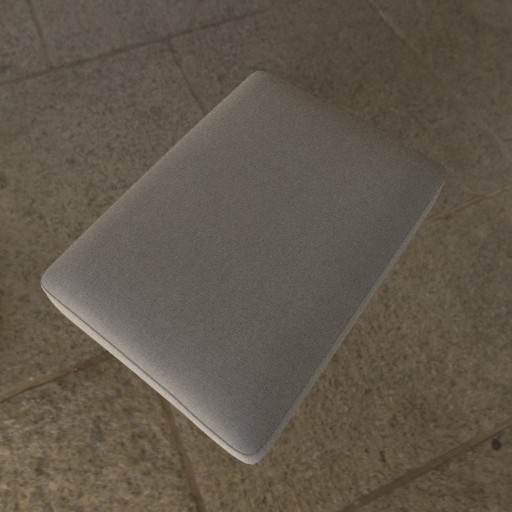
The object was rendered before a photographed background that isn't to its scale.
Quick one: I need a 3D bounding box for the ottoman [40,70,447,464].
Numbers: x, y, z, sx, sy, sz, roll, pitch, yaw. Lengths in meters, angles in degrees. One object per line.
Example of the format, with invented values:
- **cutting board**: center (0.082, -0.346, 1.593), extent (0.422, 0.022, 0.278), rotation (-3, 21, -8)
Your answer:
- **ottoman**: center (0.000, 0.000, 1.052), extent (0.549, 0.428, 0.749), rotation (34, 68, 15)
